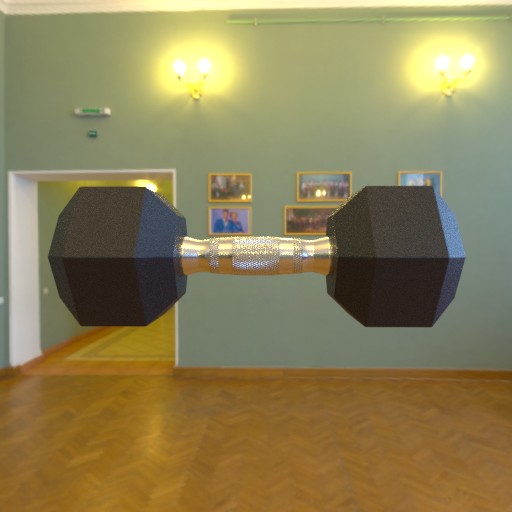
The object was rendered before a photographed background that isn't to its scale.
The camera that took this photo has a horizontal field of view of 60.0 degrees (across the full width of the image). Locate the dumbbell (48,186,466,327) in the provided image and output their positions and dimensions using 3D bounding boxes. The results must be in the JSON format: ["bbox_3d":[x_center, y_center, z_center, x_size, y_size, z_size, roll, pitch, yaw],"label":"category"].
[{"bbox_3d":[0.000,0.000,0.420,0.356,0.123,0.141,0,1,1],"label":"dumbbell"}]
